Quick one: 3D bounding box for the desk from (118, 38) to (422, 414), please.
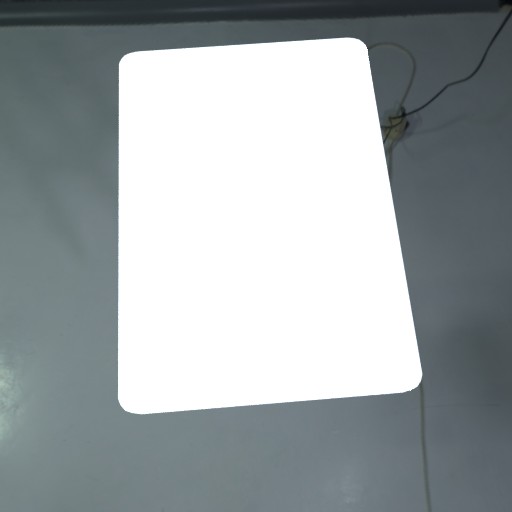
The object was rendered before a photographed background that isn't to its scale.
[{"bbox_3d":[0.000,0.000,1.274,0.549,0.800,0.762,-4,75,-1],"label":"desk"}]
